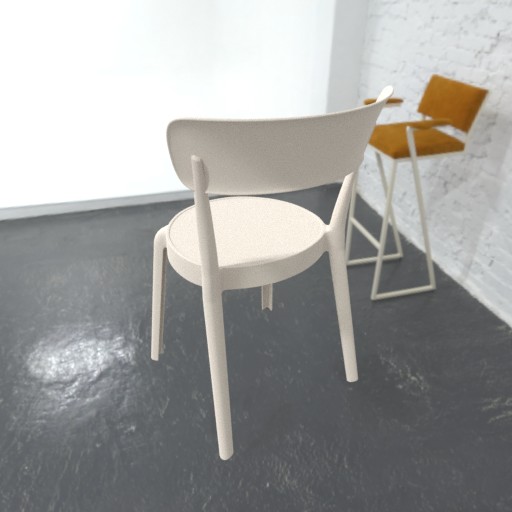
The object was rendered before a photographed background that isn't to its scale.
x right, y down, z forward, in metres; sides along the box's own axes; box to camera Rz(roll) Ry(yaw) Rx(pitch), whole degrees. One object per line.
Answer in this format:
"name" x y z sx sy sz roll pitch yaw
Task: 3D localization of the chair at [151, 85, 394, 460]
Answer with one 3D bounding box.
"chair" 0.000 0.000 1.094 0.506 0.790 0.491 -20 36 -30
